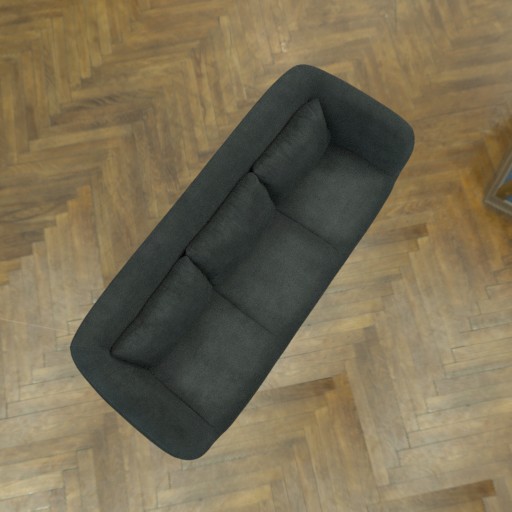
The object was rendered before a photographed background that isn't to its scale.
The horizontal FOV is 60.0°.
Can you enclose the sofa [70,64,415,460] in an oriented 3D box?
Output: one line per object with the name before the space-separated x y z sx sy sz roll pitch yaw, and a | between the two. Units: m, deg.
sofa | 0.000 0.000 2.757 0.956 0.875 2.296 35 78 8
